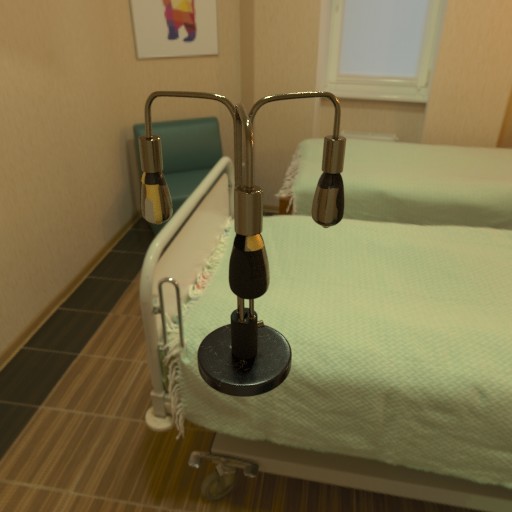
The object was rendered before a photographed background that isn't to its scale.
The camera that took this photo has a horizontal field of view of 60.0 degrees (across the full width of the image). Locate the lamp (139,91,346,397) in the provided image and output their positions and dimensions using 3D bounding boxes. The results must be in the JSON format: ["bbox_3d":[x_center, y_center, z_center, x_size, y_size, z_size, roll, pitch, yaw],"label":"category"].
[{"bbox_3d":[0.000,0.000,0.822,0.368,0.560,0.355,-10,32,-17],"label":"lamp"}]
